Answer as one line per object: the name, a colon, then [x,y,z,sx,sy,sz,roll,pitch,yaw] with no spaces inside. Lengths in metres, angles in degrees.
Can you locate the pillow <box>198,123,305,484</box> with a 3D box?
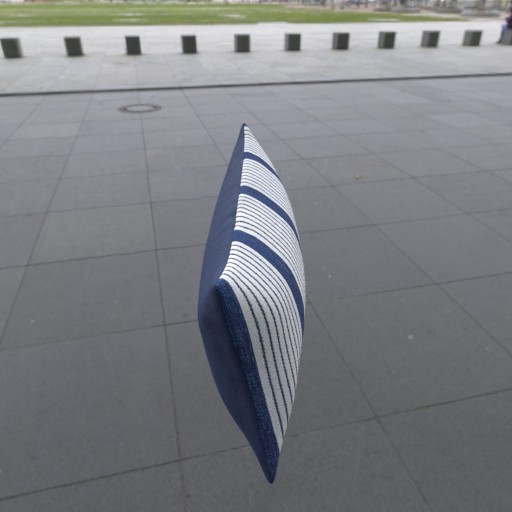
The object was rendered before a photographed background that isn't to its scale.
pillow: [0.000,0.000,0.727,0.156,0.292,0.608,0,30,1]
